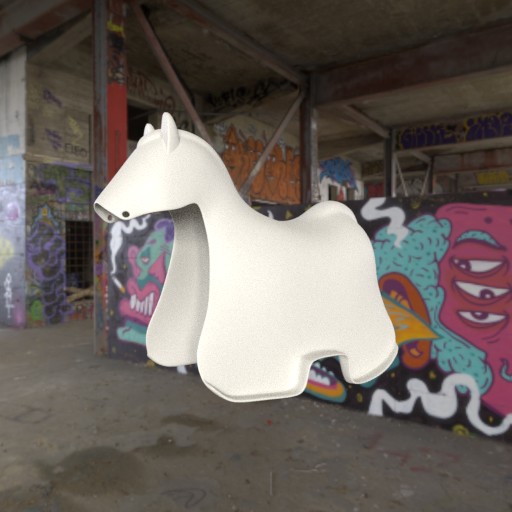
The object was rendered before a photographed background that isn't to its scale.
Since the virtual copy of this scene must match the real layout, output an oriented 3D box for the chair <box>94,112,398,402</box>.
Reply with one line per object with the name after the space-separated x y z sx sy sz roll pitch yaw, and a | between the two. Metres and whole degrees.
0.000 0.000 1.136 0.800 0.612 0.429 0 0 -35 | chair
